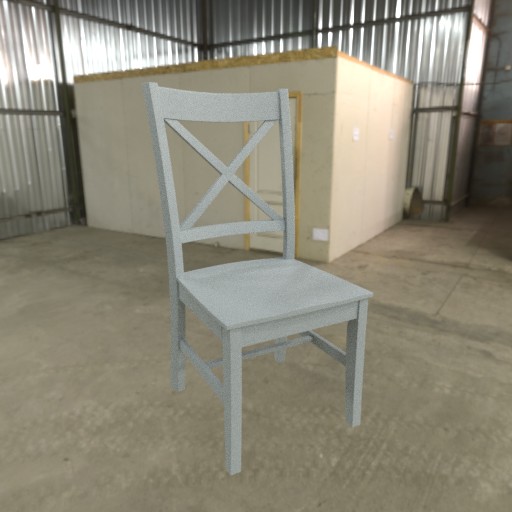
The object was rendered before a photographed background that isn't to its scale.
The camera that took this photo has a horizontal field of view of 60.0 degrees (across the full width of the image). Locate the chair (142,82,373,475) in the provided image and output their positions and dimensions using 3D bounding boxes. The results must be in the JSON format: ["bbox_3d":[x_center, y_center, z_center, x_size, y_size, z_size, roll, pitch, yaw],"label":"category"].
[{"bbox_3d":[0.000,0.000,1.320,0.485,0.983,0.542,-9,18,-27],"label":"chair"}]
